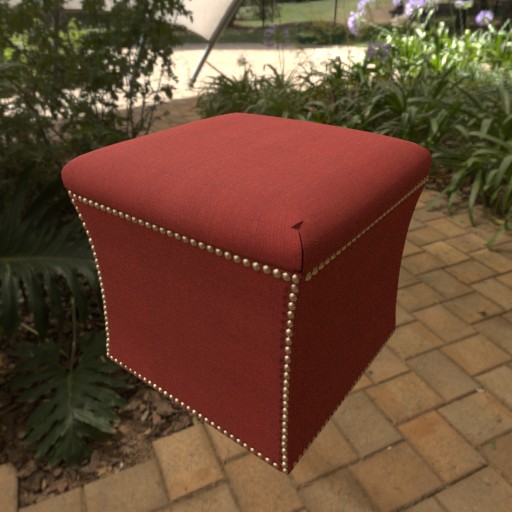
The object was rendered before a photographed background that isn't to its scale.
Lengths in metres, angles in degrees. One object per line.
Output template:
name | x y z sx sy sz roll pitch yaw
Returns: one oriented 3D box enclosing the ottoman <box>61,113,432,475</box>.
ottoman | 0.000 0.000 0.896 0.507 0.475 0.497 20 35 31
